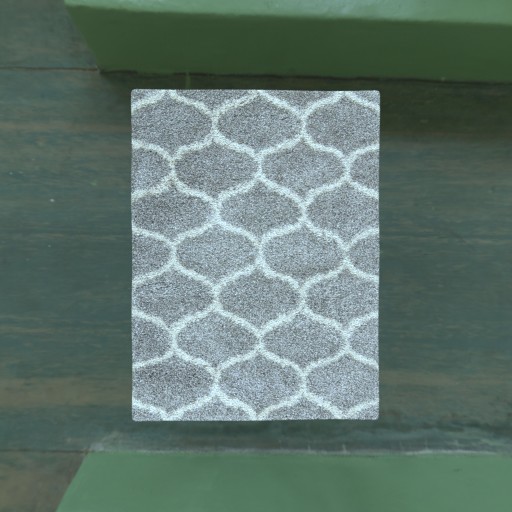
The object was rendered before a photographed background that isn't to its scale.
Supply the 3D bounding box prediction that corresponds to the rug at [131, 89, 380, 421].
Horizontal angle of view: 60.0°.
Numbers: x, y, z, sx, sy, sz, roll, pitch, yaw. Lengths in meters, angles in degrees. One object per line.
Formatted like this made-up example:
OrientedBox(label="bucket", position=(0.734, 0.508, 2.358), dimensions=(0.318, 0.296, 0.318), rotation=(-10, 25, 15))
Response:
OrientedBox(label="rug", position=(0.000, 0.000, 2.149), dimensions=(1.200, 0.025, 1.600), rotation=(0, 91, -1))
